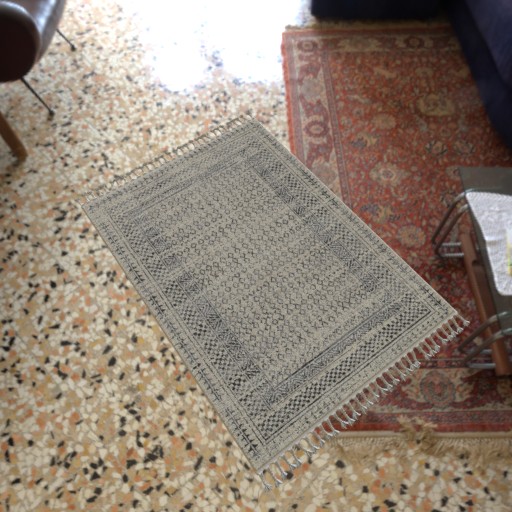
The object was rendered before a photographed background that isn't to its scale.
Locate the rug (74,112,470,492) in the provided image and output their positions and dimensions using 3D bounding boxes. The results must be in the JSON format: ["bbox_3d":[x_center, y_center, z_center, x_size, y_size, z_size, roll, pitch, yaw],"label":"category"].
[{"bbox_3d":[0.000,0.000,2.342,1.243,0.013,1.872,-32,64,-18],"label":"rug"}]
